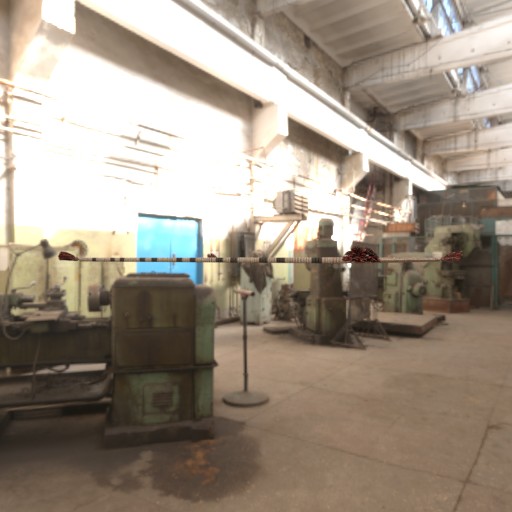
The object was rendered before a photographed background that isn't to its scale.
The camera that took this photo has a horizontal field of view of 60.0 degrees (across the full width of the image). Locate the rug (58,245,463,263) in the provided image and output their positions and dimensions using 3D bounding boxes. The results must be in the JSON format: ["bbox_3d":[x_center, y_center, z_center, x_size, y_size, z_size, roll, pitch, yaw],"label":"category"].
[{"bbox_3d":[0.000,0.000,2.686,2.069,0.067,1.444,0,0,36],"label":"rug"}]
